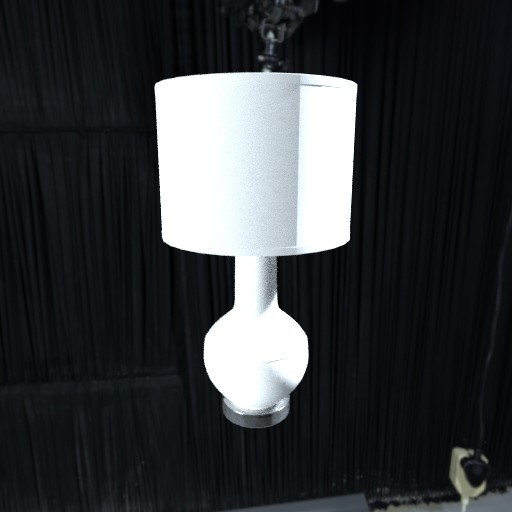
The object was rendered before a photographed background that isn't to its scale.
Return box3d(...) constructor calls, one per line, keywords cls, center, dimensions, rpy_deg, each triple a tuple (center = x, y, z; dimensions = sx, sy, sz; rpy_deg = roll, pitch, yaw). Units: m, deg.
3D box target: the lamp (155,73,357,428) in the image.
box3d(cls="lamp", center=(0.000, 0.000, 0.872), dimensions=(0.357, 0.673, 0.357), rpy_deg=(-2, 14, -8))
